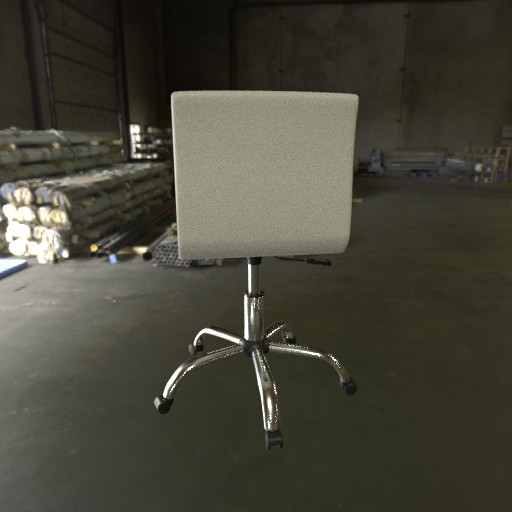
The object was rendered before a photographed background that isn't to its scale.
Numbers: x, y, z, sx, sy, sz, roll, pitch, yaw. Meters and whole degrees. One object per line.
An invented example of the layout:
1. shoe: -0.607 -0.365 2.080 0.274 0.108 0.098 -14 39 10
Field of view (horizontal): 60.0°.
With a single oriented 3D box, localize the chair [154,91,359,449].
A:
1. chair: 0.000 0.000 1.152 0.556 0.780 0.530 -3 16 -9
